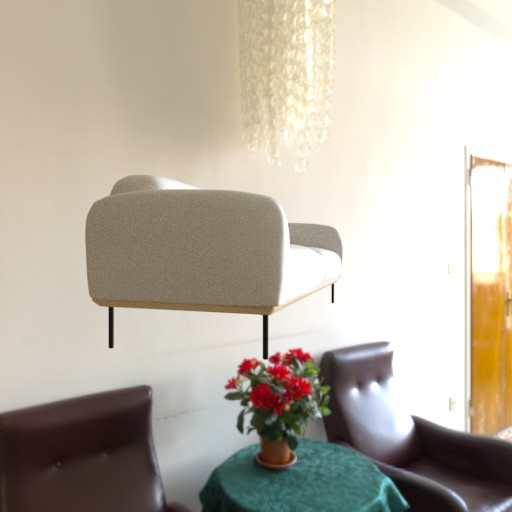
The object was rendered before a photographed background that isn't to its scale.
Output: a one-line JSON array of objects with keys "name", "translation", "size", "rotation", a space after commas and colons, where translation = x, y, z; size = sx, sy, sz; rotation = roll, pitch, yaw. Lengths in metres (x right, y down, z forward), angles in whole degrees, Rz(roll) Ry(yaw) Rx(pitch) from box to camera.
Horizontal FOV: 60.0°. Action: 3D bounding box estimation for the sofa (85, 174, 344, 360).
[{"name": "sofa", "translation": [0.000, 0.000, 2.757], "size": [0.880, 0.780, 2.257], "rotation": [0, 0, 17]}]
